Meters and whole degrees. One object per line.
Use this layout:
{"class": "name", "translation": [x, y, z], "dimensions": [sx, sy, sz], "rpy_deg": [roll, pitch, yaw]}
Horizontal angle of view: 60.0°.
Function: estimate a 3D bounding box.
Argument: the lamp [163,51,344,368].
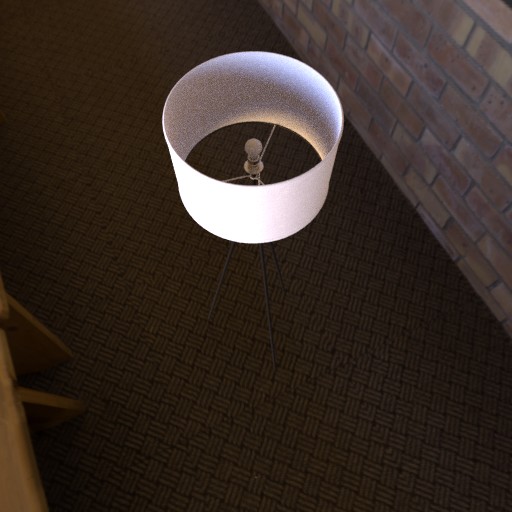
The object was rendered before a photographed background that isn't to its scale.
{"class": "lamp", "translation": [0.000, 0.000, 1.702], "dimensions": [0.448, 1.545, 0.458], "rpy_deg": [30, 67, 14]}
